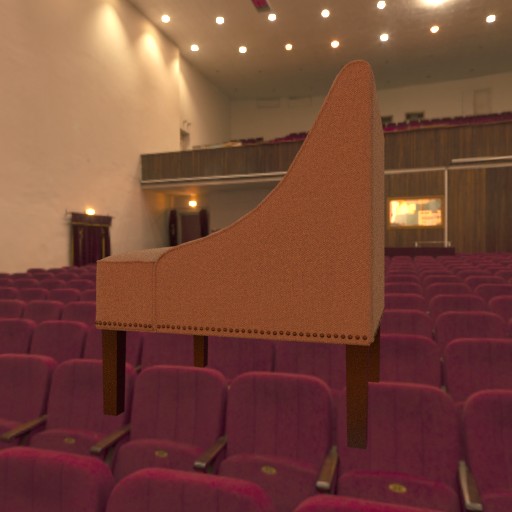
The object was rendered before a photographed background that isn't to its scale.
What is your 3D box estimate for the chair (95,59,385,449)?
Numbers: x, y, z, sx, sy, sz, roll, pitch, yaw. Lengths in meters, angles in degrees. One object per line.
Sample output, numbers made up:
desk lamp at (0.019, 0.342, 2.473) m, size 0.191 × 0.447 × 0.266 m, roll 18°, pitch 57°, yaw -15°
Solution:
chair at (0.000, 0.000, 1.376) m, size 0.748 × 0.872 × 0.628 m, roll 0°, pitch 0°, yaw 18°
